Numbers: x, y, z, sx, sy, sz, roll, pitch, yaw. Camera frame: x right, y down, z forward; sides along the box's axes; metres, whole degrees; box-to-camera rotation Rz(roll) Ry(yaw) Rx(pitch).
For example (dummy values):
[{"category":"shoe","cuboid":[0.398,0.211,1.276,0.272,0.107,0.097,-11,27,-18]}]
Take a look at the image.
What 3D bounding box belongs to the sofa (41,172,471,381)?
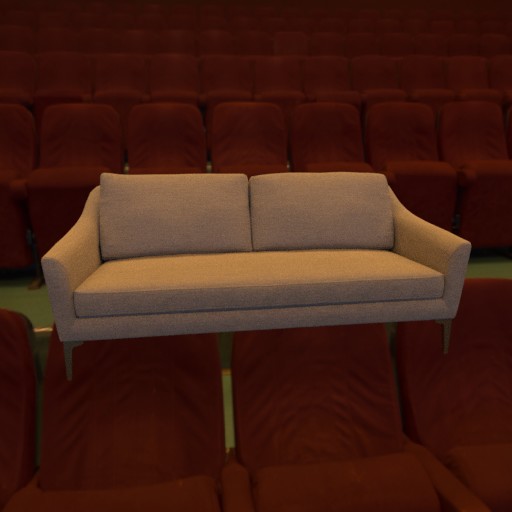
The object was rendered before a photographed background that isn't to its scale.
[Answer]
[{"category":"sofa","cuboid":[0.000,0.000,2.545,2.036,0.913,0.980,-2,16,-8]}]
